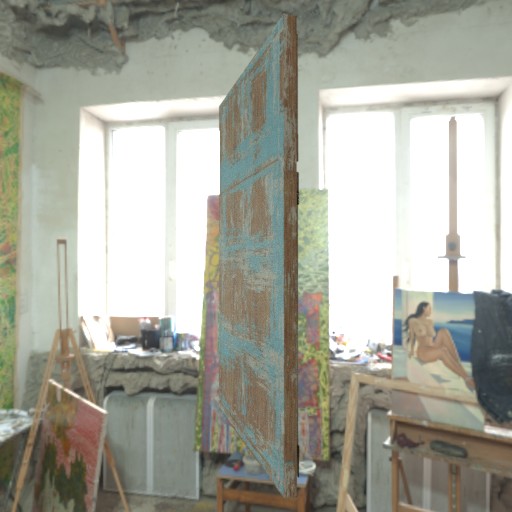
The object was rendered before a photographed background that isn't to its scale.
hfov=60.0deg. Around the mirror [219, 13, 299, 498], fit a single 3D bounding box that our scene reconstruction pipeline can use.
[{"bbox_3d":[0.000,0.000,1.459,0.083,1.213,0.707,0,-1,-18],"label":"mirror"}]
